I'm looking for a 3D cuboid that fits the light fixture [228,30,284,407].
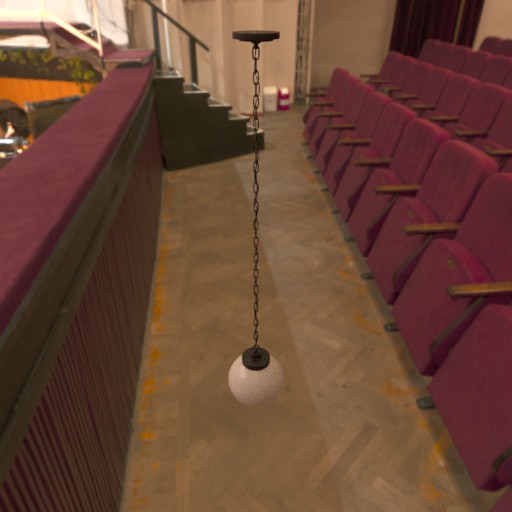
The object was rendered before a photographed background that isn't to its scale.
[{"bbox_3d":[0.000,0.000,2.065,0.305,1.867,0.304,-1,30,-2],"label":"light fixture"}]
